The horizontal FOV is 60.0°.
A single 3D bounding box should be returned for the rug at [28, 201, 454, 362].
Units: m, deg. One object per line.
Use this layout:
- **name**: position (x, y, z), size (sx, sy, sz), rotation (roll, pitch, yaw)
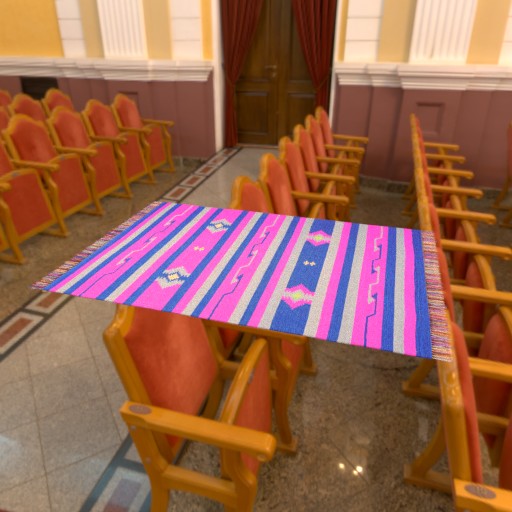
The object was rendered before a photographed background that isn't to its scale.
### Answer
- **rug**: position (0.000, 0.000, 2.955), size (2.350, 0.013, 1.539), rotation (8, 28, 15)
